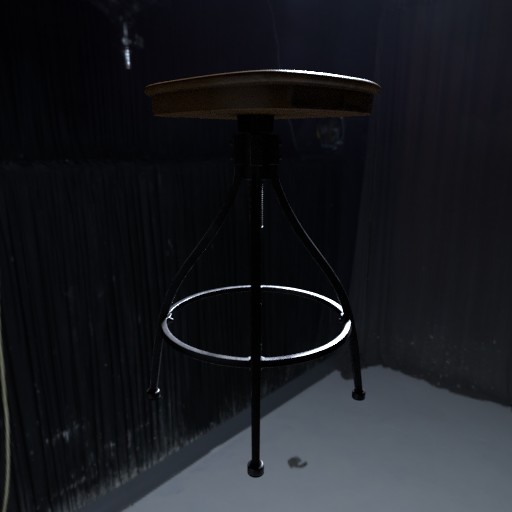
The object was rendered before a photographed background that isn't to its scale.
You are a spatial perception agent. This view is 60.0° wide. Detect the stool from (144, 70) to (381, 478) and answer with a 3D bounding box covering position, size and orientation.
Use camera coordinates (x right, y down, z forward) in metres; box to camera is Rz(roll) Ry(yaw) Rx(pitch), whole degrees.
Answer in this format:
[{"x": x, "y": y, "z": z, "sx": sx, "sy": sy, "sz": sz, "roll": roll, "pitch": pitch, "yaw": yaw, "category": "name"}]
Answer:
[{"x": 0.000, "y": 0.000, "z": 0.963, "sx": 0.424, "sy": 0.694, "sz": 0.432, "roll": -15, "pitch": 21, "yaw": -43, "category": "stool"}]
